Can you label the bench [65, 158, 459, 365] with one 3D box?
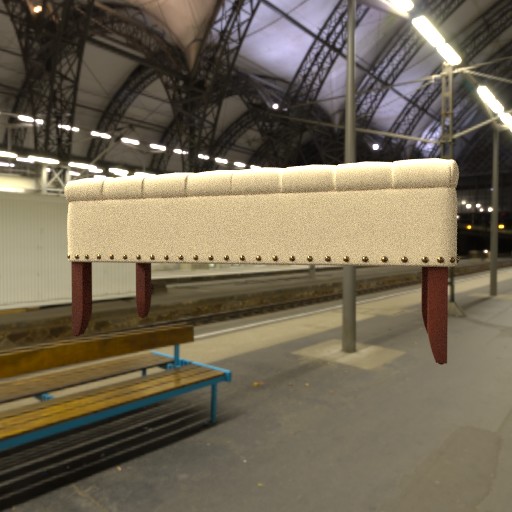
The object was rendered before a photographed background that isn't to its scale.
[{"bbox_3d":[0.000,0.000,1.301,1.054,0.470,0.400,0,1,18],"label":"bench"}]
